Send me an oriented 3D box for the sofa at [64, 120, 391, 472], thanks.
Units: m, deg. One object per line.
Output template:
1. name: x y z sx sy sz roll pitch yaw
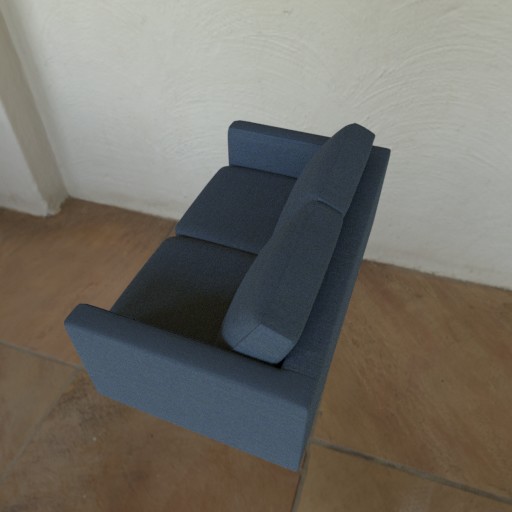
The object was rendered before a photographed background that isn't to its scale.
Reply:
1. sofa: 0.000 0.000 2.256 0.999 0.907 1.659 15 47 15
